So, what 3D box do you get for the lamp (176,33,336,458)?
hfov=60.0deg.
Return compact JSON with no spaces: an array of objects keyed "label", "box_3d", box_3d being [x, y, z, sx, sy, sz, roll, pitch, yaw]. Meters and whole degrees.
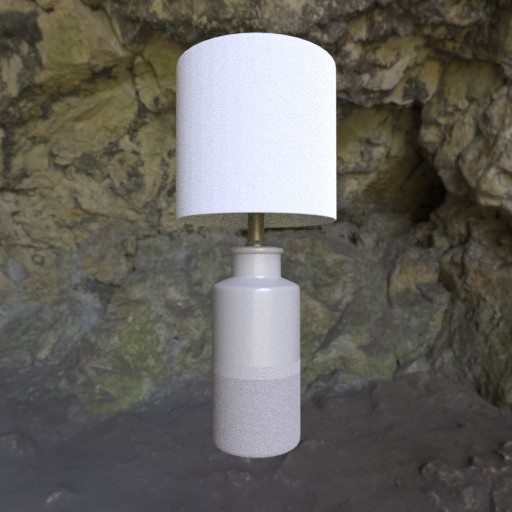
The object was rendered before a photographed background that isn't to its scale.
[{"label":"lamp","box_3d":[0.000,0.000,0.594,0.212,0.493,0.212,-1,-1,36]}]
